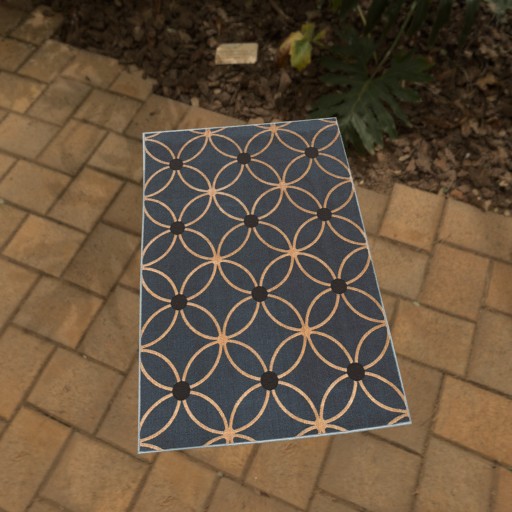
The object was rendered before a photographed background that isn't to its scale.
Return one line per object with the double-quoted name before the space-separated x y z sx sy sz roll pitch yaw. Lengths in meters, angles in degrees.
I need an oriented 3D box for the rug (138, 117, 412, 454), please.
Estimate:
"rug" 0.000 0.000 2.936 1.522 0.008 2.284 -5 64 -3
